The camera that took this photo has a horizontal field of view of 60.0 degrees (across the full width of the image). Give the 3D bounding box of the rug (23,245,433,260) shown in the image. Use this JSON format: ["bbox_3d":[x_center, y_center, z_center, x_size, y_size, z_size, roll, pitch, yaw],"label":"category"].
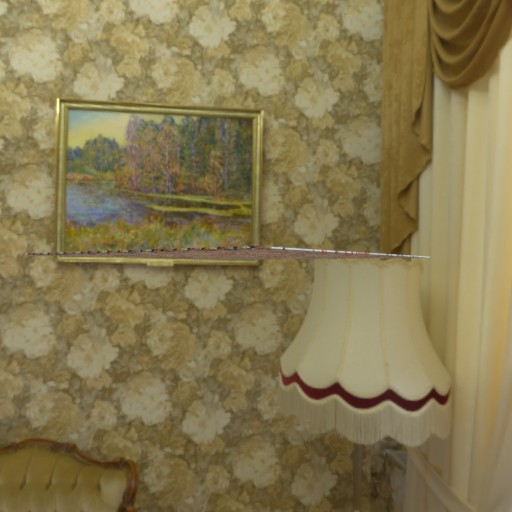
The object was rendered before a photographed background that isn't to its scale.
[{"bbox_3d":[0.000,0.000,4.294,2.439,0.015,3.274,-1,-2,36],"label":"rug"}]
